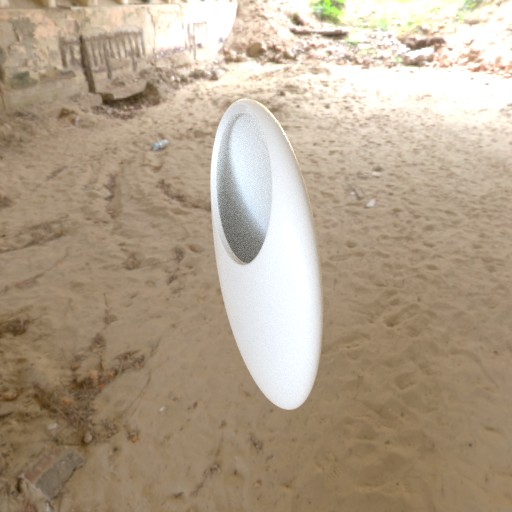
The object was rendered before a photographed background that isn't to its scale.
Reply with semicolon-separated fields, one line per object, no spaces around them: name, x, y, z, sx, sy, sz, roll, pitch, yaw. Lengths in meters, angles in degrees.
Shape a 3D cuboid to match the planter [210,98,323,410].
planter;0.000;0.000;0.280;0.043;0.188;0.185;-8;31;-14
